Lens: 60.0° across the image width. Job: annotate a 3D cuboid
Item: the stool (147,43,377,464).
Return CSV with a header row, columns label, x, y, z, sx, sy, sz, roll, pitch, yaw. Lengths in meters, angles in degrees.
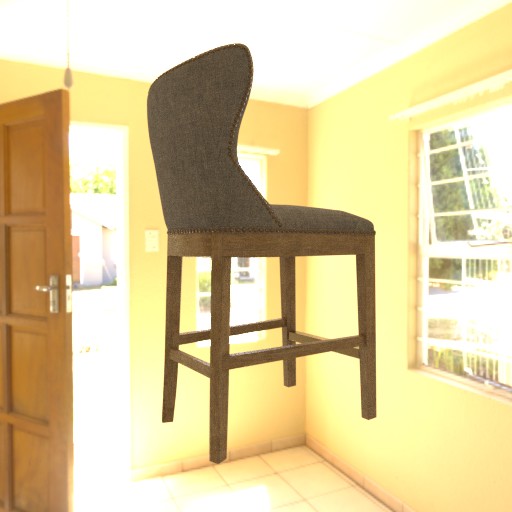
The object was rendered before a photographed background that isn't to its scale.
label,x,y,z,sx,sy,sz,roll,pitch,yaw
stool,0.000,0.000,1.312,0.608,0.981,0.498,-1,2,-35
